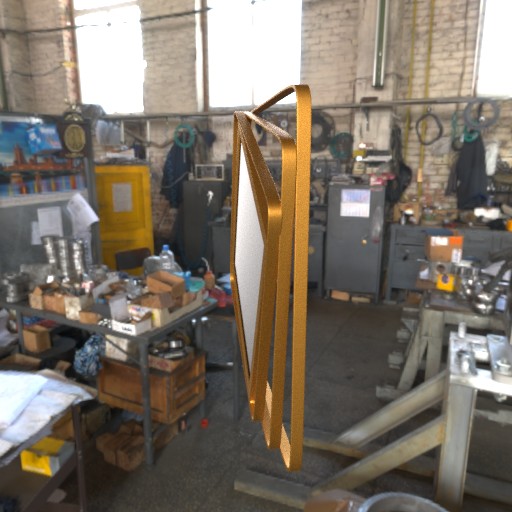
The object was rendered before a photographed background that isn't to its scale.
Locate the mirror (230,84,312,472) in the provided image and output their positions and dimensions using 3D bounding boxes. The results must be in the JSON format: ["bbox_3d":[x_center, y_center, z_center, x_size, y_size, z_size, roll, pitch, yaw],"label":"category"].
[{"bbox_3d":[0.000,0.000,0.709,0.045,0.468,0.470,-2,13,-8],"label":"mirror"}]
